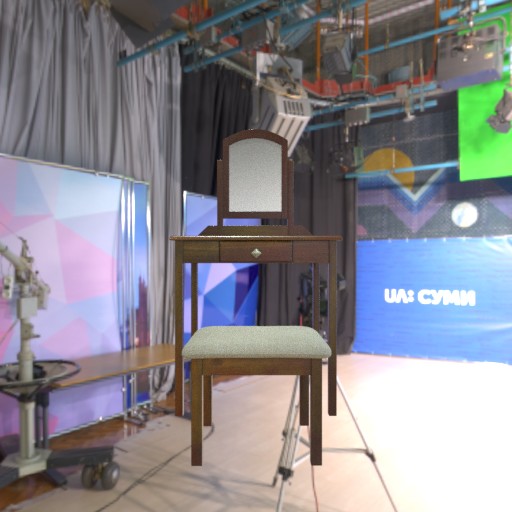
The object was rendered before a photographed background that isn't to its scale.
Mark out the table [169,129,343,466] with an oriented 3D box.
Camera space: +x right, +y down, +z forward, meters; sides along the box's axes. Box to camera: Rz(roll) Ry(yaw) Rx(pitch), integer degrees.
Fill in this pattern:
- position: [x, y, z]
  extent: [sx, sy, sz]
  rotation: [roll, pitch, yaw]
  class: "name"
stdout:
- position: [0.000, 0.000, 2.302]
  extent: [0.876, 1.631, 1.211]
  rotation: [0, 0, 0]
  class: "table"
